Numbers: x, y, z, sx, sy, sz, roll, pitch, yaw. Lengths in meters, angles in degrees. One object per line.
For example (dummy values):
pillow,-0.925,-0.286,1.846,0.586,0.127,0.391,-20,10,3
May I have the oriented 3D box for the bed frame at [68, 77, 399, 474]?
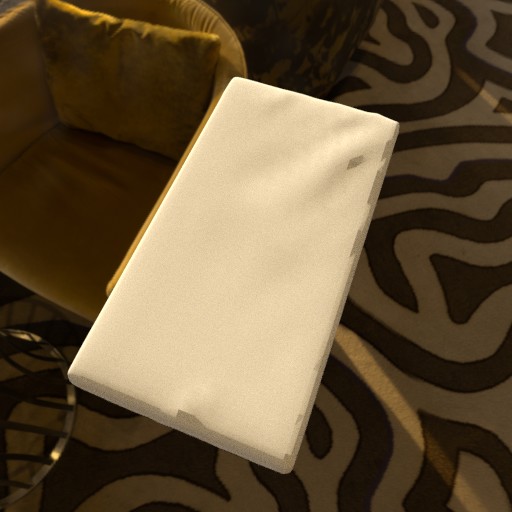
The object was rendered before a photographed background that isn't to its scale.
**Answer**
bed frame,0.000,0.000,2.400,1.025,0.640,1.908,19,66,9
